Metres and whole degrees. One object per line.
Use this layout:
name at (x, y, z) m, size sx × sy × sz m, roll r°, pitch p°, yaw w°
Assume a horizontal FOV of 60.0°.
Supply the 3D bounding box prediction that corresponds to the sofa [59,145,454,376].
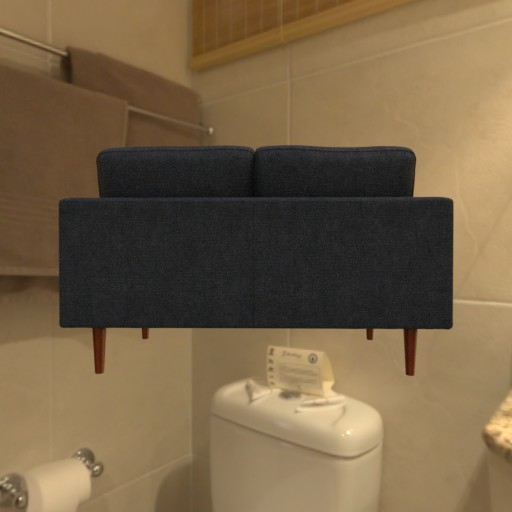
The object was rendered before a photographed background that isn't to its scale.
sofa at (0.000, 0.000, 2.166) m, size 1.582 × 0.944 × 0.903 m, roll 0°, pitch 1°, yaw 1°
